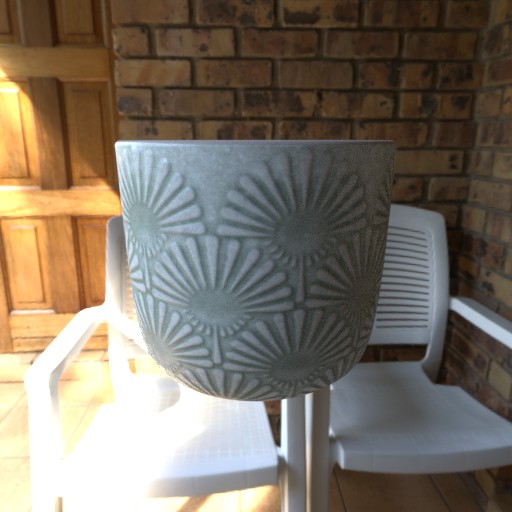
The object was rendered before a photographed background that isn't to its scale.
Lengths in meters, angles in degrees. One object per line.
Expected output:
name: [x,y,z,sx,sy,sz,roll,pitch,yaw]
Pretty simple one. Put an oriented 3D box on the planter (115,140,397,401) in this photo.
planter: [0.000,0.000,0.216,0.124,0.109,0.124,0,14,0]
